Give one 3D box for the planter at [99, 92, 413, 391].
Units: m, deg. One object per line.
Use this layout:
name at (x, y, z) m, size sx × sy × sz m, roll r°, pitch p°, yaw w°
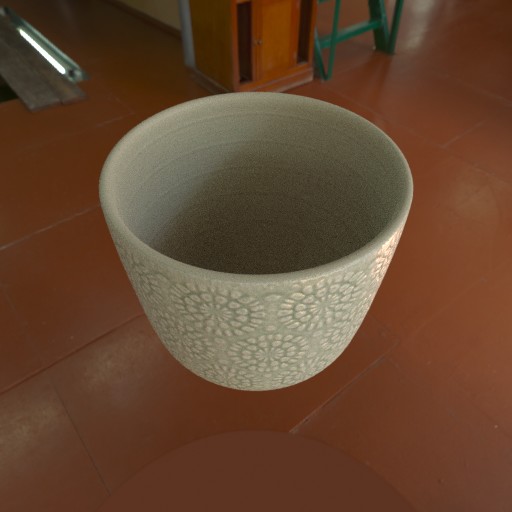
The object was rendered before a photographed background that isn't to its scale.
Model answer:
planter at (0.000, 0.000, 0.218) m, size 0.124 × 0.109 × 0.124 m, roll 0°, pitch 47°, yaw 0°
